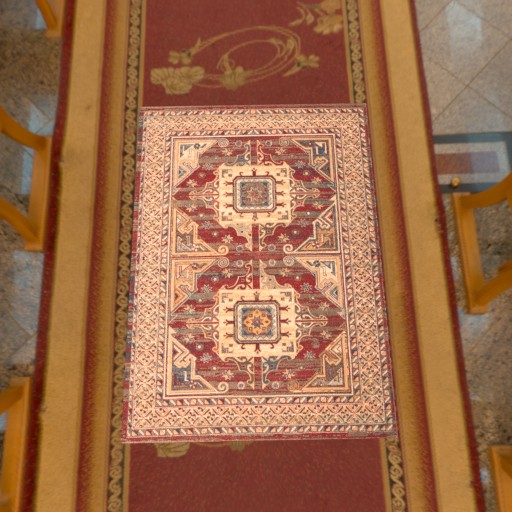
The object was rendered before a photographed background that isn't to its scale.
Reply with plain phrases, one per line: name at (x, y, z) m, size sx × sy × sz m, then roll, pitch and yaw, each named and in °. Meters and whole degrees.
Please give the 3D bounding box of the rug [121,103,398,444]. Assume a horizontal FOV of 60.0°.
rug at (0.000, 0.000, 2.846) m, size 1.599 × 0.011 × 2.210 m, roll -1°, pitch 75°, yaw 0°
